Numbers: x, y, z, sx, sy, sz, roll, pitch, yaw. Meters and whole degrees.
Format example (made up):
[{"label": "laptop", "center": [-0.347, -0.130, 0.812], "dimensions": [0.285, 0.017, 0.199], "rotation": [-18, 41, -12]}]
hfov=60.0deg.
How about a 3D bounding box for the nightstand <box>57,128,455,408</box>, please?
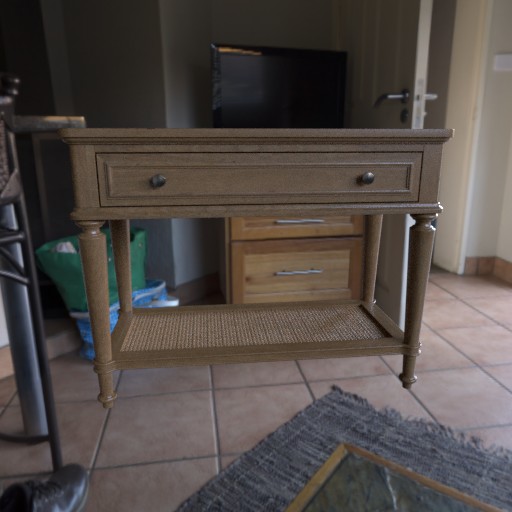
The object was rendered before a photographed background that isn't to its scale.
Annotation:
[{"label": "nightstand", "center": [0.000, 0.000, 1.284], "dimensions": [0.914, 0.700, 0.432], "rotation": [-2, 15, -6]}]
